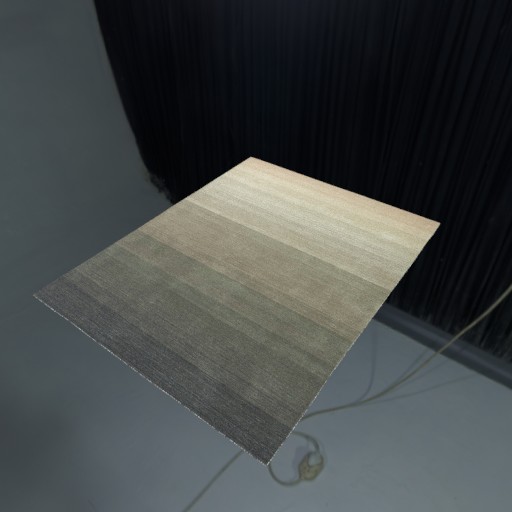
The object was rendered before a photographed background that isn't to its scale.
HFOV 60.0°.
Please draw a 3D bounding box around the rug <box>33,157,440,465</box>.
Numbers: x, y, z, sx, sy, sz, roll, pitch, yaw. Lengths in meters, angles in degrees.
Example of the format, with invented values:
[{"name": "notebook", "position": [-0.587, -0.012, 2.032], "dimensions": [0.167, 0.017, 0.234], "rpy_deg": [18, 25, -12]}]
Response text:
[{"name": "rug", "position": [0.000, 0.000, 3.948], "dimensions": [2.315, 0.015, 2.932], "rpy_deg": [25, 46, 27]}]
